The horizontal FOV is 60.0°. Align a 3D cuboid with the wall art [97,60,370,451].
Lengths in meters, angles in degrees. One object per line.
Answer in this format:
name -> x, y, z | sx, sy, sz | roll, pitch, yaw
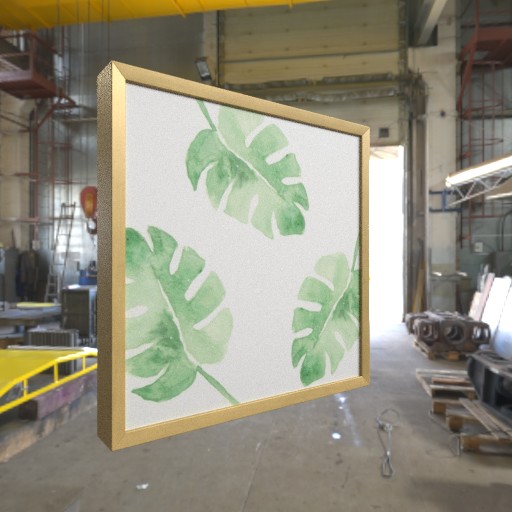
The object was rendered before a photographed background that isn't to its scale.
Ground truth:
wall art -> 0.000, 0.000, 0.449 | 0.305, 0.305, 0.038 | 0, 0, -36
